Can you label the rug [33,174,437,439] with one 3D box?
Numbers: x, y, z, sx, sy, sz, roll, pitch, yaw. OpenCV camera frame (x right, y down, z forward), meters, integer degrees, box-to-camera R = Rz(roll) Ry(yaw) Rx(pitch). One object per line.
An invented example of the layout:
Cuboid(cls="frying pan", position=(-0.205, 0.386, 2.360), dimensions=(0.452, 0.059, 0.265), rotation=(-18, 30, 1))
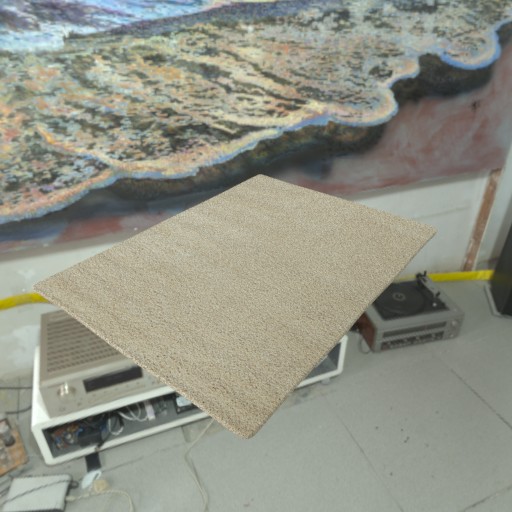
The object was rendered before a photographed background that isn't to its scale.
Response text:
Cuboid(cls="rug", position=(0.000, 0.000, 2.125), dimensions=(1.199, 0.025, 1.600), rotation=(23, 39, 31))
